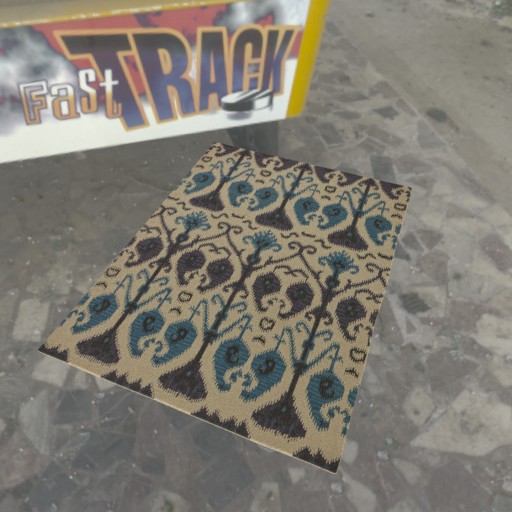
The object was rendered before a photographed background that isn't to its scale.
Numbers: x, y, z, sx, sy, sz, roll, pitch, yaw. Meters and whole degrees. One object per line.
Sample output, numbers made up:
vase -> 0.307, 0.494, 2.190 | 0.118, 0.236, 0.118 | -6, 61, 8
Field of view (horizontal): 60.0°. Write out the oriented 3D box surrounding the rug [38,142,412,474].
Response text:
rug -> 0.000, 0.000, 4.214 | 2.443, 0.024, 3.228 | 17, 49, 15
